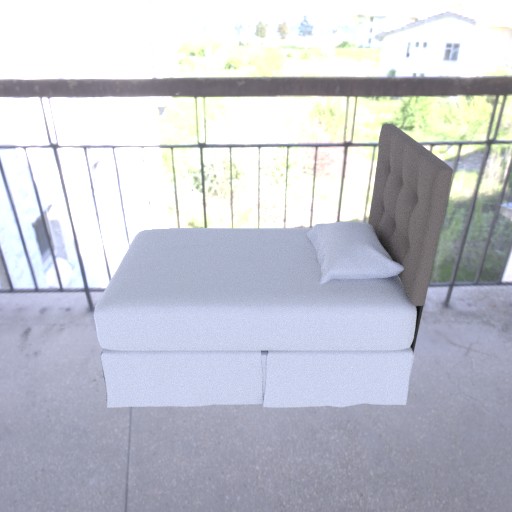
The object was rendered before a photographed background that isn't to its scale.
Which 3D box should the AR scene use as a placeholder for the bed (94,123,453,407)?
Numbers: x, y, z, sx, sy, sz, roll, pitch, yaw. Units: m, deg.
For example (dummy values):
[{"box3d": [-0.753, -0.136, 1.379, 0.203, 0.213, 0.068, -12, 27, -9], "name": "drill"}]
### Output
[{"box3d": [0.000, 0.000, 3.052, 1.997, 1.571, 1.261, 0, 28, 0], "name": "bed"}]
